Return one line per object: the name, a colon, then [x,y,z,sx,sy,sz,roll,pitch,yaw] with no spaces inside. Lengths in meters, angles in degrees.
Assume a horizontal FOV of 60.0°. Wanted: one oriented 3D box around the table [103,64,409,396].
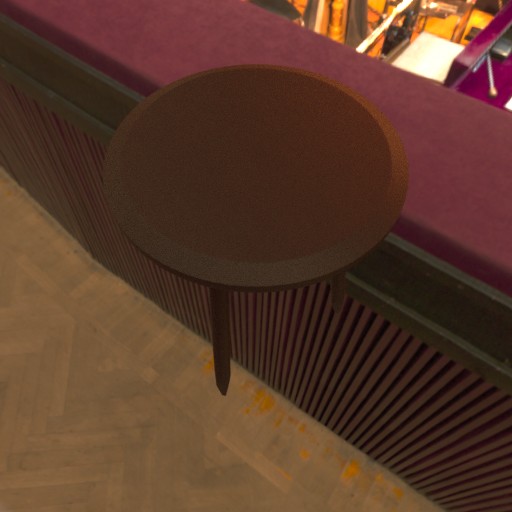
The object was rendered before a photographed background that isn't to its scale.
table: [0.000,0.000,0.910,0.457,0.585,0.457,0,57,0]
